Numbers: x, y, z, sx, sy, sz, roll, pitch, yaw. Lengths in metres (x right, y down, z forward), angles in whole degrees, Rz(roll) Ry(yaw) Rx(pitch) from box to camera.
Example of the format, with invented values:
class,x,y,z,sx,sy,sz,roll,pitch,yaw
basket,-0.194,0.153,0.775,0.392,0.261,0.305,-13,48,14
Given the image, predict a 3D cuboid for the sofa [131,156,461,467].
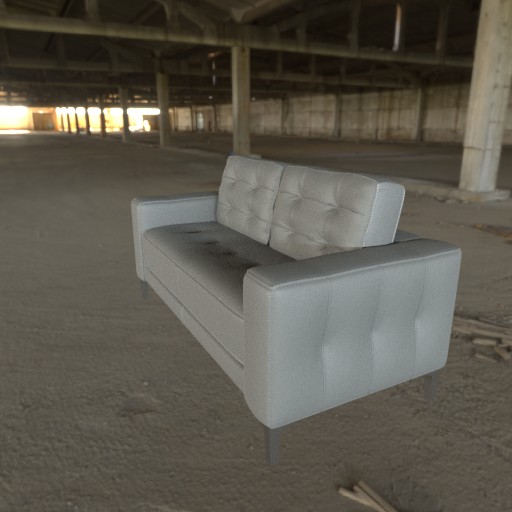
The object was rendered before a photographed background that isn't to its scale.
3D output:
class,x,y,z,sx,sy,sz,roll,pitch,yaw
sofa,0.000,0.000,2.190,0.833,0.893,1.726,-9,19,-27
